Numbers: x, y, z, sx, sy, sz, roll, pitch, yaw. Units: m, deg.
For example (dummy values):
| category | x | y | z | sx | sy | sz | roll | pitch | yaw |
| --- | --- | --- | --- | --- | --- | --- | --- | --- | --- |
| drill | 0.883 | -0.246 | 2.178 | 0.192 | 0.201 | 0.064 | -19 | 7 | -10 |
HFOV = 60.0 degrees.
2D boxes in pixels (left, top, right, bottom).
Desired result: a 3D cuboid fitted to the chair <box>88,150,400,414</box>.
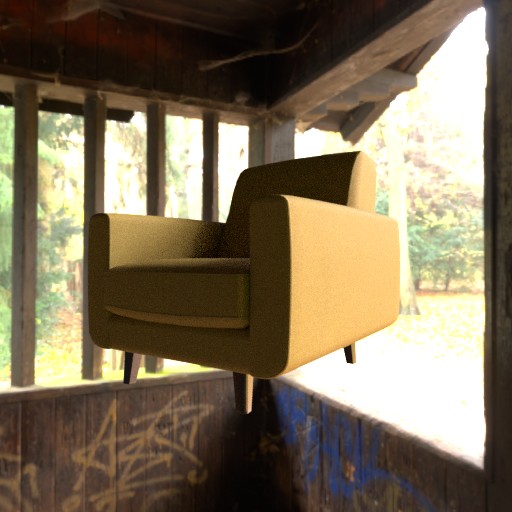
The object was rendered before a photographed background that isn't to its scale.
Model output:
| category | x | y | z | sx | sy | sz | roll | pitch | yaw |
| --- | --- | --- | --- | --- | --- | --- | --- | --- | --- |
| chair | 0.000 | 0.000 | 1.638 | 0.831 | 0.841 | 0.909 | -1 | -1 | 36 |
